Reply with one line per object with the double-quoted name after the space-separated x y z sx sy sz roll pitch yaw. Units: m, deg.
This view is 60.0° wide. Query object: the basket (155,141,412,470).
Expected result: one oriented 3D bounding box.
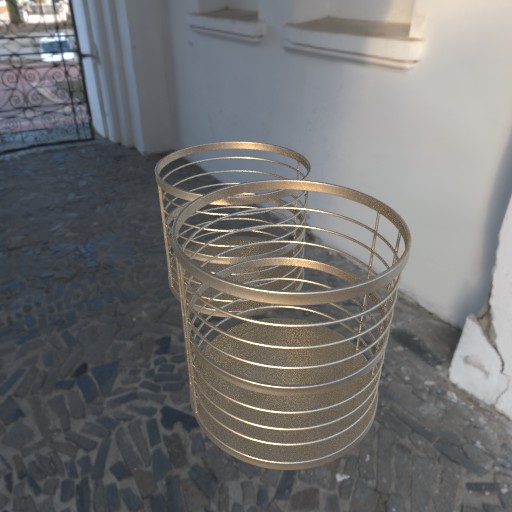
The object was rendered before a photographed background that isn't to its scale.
0.000 0.000 0.925 0.356 0.351 0.746 -8 33 -13 "basket"
